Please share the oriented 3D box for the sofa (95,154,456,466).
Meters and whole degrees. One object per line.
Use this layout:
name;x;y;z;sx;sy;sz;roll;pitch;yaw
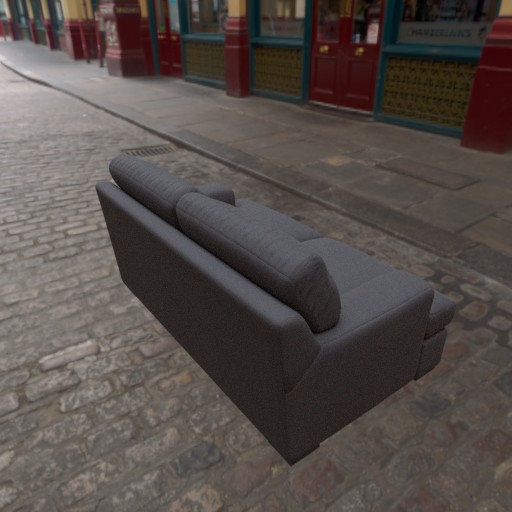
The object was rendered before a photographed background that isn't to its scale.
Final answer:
sofa;0.000;0.000;2.496;1.143;0.940;1.880;-19;33;-32
